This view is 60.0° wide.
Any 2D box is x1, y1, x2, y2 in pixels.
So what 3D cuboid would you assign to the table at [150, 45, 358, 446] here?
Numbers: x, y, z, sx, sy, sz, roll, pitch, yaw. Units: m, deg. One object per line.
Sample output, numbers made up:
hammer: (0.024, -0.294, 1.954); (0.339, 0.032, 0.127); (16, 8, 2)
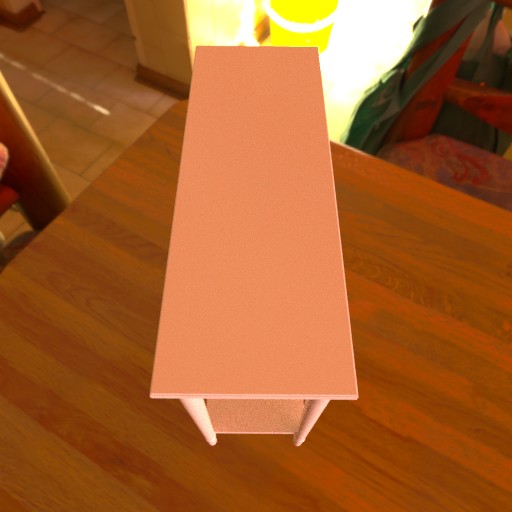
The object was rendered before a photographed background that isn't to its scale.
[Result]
table: (0.000, 0.000, 1.404); (0.381, 0.749, 1.067); (0, 58, 0)
